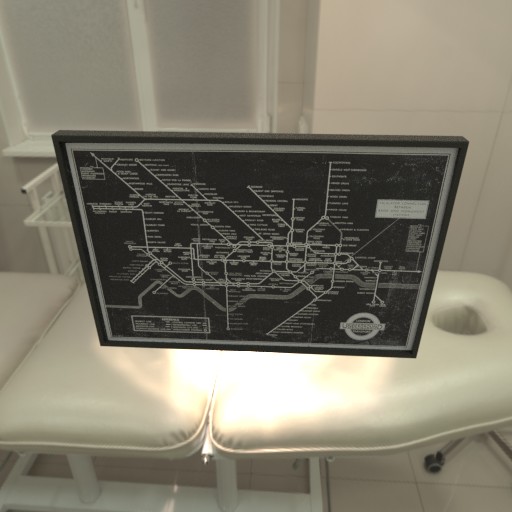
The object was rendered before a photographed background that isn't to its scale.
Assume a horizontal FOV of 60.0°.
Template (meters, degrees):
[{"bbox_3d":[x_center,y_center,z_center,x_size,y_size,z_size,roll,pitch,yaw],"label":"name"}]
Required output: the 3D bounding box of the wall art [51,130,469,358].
[{"bbox_3d":[0.000,0.000,0.554,0.443,0.301,0.021,2,30,3],"label":"wall art"}]
